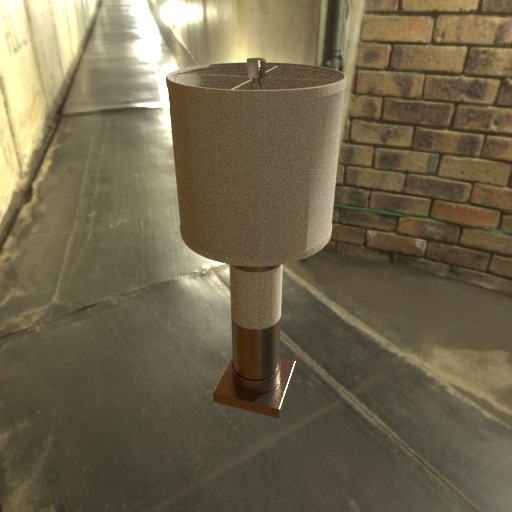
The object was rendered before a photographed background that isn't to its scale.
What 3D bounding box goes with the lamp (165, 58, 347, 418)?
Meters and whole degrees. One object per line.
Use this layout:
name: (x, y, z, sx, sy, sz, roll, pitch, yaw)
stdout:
lamp: (0.000, 0.000, 0.623, 0.202, 0.509, 0.202, 9, 32, 15)
